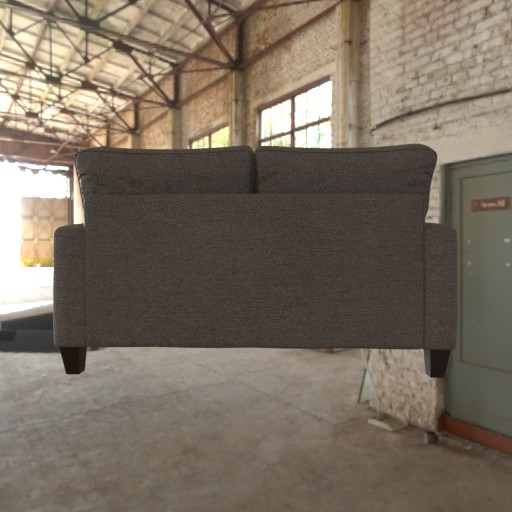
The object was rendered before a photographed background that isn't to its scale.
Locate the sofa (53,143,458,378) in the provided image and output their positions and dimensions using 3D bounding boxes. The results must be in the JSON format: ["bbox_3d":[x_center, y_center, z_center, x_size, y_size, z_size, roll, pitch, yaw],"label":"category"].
[{"bbox_3d":[0.000,0.000,2.231,1.651,0.965,0.965,0,1,2],"label":"sofa"}]
